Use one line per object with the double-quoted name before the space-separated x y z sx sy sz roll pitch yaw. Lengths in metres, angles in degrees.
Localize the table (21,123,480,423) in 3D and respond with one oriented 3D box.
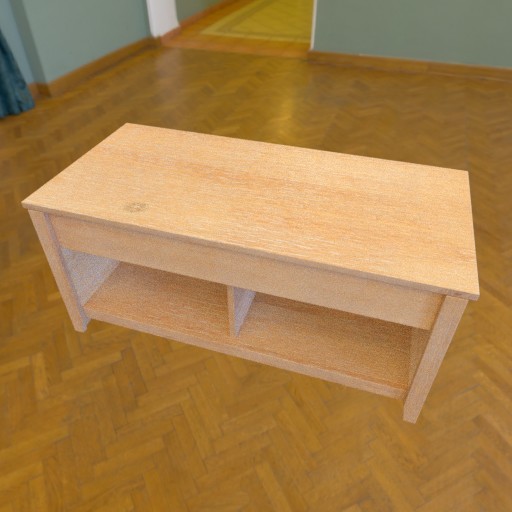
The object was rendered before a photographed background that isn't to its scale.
"table" 0.000 0.000 1.254 1.016 0.457 0.483 12 41 14
